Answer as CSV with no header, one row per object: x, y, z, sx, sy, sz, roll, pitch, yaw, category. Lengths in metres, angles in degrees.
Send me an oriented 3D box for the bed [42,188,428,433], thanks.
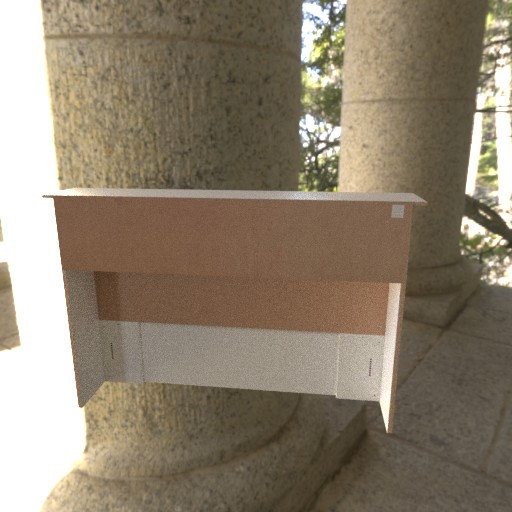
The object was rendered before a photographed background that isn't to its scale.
0.000,0.000,3.053,1.671,1.092,2.133,2,15,7,bed
